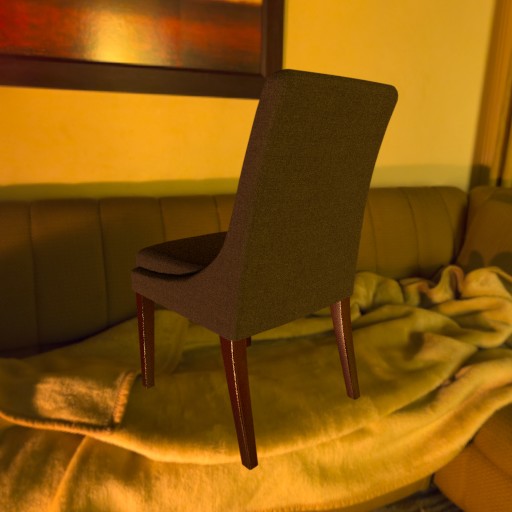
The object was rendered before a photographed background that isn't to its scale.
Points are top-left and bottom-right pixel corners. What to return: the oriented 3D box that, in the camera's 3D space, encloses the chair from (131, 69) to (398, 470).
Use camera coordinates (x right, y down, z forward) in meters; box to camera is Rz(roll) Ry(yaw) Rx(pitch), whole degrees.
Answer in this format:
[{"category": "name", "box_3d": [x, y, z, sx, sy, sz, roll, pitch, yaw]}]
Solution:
[{"category": "chair", "box_3d": [0.000, 0.000, 1.338, 0.508, 0.952, 0.655, -13, 20, -42]}]
